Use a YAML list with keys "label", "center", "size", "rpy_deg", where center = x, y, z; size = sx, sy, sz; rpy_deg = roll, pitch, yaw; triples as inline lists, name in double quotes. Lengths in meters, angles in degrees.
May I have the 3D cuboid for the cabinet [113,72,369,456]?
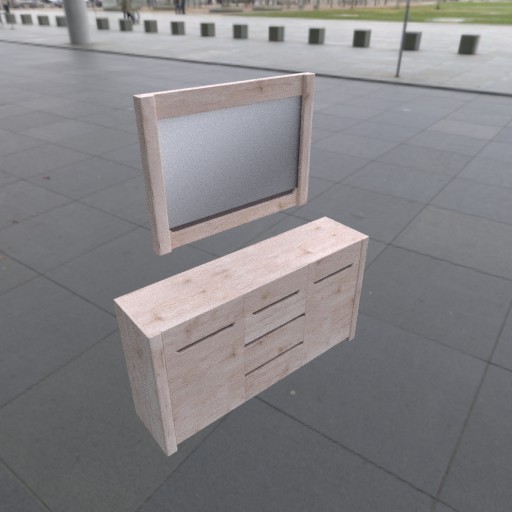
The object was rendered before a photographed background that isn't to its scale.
- label: "cabinet"
  center: [0.000, 0.000, 2.751]
  size: [1.700, 1.981, 0.420]
  rpy_deg: [-22, 37, -33]
